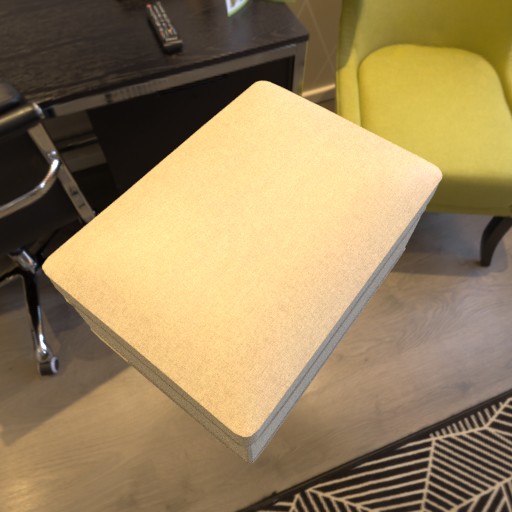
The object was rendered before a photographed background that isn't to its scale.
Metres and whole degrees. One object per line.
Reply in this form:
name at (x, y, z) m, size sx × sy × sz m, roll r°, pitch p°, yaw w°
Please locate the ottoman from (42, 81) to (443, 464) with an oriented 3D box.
ottoman at (0.000, 0.000, 1.243) m, size 0.619 × 0.504 × 0.843 m, roll 34°, pitch 65°, yaw 18°
